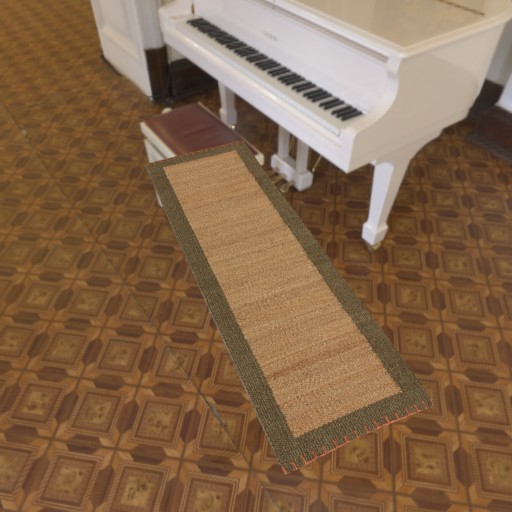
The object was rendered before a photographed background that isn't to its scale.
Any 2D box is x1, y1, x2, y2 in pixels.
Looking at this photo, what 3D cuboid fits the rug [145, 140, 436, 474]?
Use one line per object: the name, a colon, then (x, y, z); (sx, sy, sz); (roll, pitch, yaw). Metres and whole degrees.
rug: (0.000, 0.000, 2.727); (0.810, 0.016, 2.413); (-18, 50, -16)
